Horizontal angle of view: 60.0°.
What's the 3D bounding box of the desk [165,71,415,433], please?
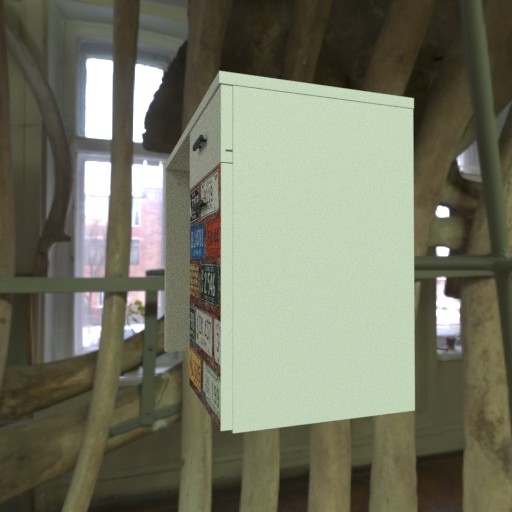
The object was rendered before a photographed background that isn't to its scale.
[{"bbox_3d":[0.000,0.000,1.384,0.482,0.730,0.898,0,-1,-18],"label":"desk"}]
